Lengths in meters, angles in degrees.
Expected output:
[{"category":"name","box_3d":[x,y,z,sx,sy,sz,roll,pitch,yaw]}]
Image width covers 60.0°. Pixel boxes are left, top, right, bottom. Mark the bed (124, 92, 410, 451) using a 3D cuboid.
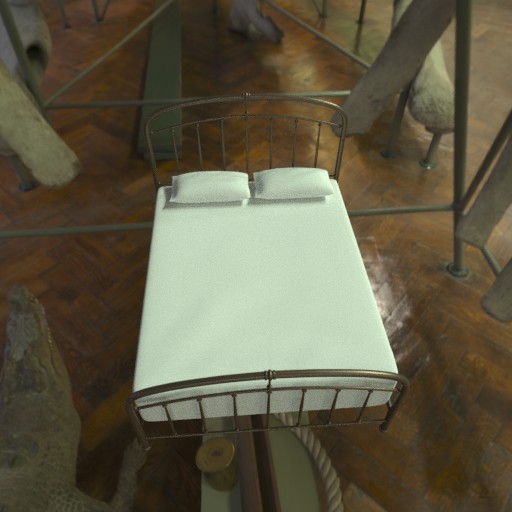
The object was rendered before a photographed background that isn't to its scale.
[{"category":"bed","box_3d":[0.000,0.000,3.263,1.711,1.475,2.168,-3,47,-3]}]
